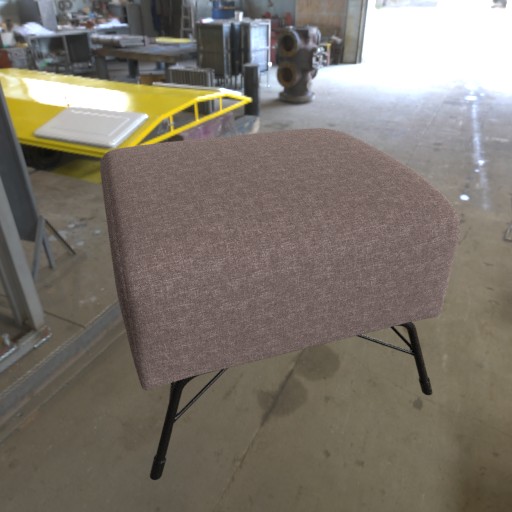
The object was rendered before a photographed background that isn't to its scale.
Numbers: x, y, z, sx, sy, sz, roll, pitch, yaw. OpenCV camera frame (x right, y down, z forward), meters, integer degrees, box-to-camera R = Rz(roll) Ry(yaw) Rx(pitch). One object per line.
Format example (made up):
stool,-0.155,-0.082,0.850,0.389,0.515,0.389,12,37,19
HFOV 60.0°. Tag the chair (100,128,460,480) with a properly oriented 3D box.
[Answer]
chair,0.000,0.000,0.869,0.530,0.410,0.530,-10,33,-16
